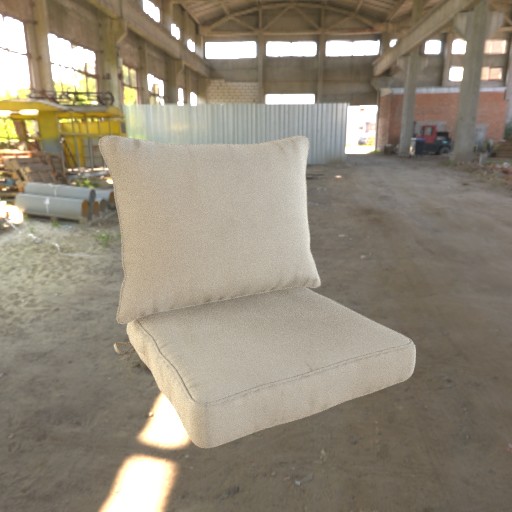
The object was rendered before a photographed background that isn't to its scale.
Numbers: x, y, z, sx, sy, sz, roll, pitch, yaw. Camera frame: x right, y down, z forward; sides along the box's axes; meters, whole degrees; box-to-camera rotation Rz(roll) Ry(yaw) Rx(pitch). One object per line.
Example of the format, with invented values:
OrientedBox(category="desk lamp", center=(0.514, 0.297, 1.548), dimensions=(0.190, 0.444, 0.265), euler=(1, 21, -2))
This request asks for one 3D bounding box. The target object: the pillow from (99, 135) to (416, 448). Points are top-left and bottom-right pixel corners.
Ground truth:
OrientedBox(category="pillow", center=(0.000, 0.000, 1.357), dimensions=(0.798, 0.716, 0.733), euler=(-8, 17, -28))
